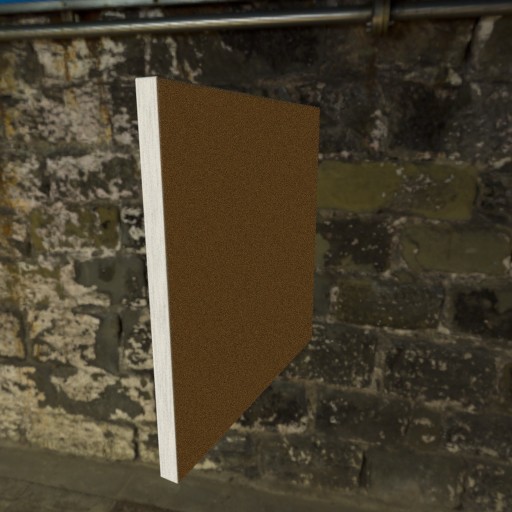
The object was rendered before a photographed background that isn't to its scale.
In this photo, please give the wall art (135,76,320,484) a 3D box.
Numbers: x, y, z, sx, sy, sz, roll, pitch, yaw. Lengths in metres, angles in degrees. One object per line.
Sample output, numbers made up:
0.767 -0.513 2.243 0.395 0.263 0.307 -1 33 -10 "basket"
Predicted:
0.000 0.000 1.903 0.078 1.288 1.287 7 16 26 "wall art"
